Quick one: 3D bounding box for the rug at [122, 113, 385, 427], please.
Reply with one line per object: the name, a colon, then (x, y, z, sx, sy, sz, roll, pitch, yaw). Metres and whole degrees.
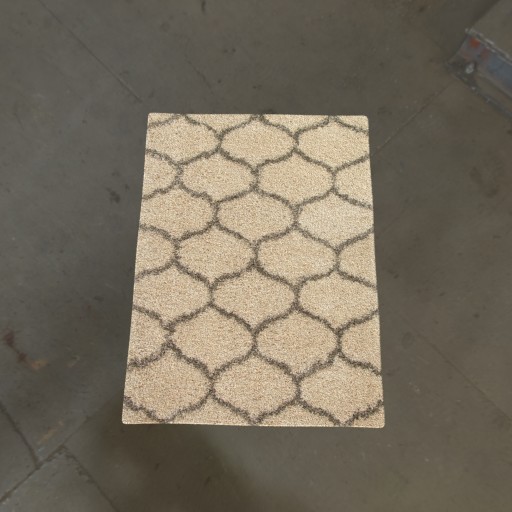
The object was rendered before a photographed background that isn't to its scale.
rug: (0.000, 0.000, 2.225, 1.200, 0.025, 1.600, 1, 75, 0)
